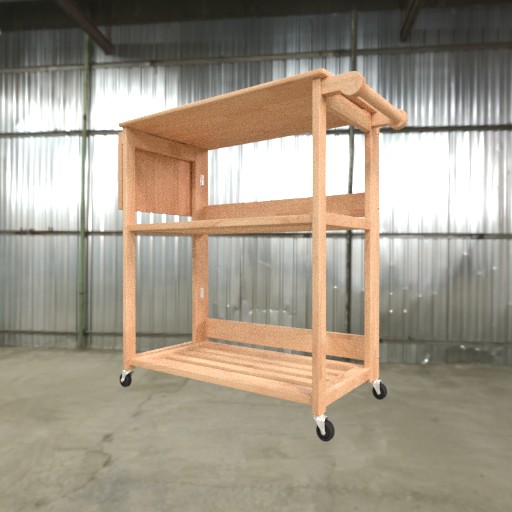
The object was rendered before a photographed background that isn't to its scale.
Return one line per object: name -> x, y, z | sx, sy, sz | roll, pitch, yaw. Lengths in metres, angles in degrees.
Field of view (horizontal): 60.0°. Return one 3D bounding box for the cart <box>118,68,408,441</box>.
cart -> 0.000, 0.000, 1.401 | 0.853, 0.879, 0.432 | 0, 0, 35
